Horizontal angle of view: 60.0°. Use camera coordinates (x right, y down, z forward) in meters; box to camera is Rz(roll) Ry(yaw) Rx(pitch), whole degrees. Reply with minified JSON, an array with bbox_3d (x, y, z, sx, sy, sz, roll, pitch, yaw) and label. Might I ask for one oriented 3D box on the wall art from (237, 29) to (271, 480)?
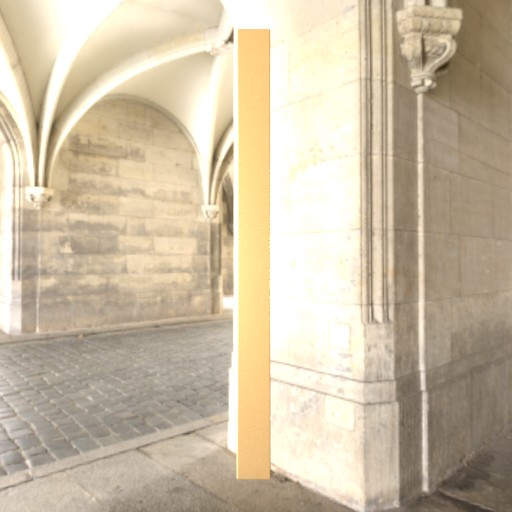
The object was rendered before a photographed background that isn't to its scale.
[{"bbox_3d":[0.000,0.000,0.452,0.023,0.305,0.305,0,-1,1],"label":"wall art"}]
